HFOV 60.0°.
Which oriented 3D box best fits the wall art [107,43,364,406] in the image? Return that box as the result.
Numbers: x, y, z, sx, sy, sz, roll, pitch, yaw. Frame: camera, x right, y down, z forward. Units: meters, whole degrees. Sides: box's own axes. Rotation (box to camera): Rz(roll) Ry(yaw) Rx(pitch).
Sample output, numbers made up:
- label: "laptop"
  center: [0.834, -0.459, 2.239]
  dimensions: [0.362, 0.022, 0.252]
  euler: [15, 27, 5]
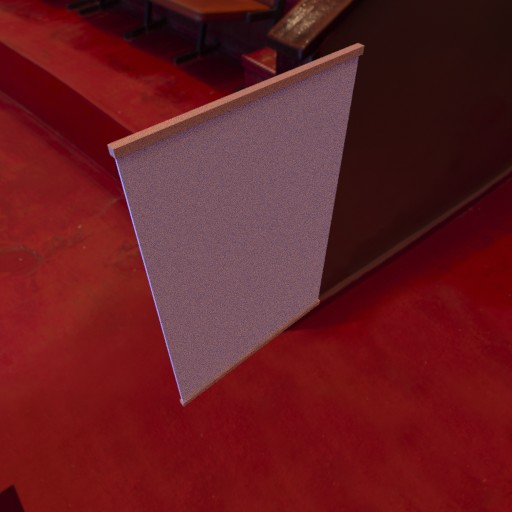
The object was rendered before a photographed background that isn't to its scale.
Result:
- label: "wall art"
  center: [0.000, 0.000, 1.916]
  dimensions: [0.990, 1.519, 0.030]
  euler: [-32, 55, -26]
